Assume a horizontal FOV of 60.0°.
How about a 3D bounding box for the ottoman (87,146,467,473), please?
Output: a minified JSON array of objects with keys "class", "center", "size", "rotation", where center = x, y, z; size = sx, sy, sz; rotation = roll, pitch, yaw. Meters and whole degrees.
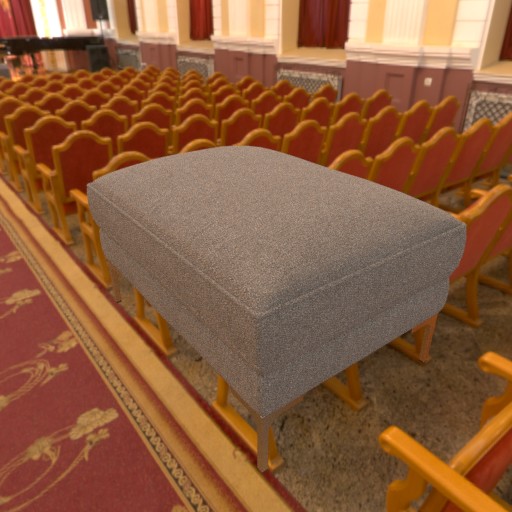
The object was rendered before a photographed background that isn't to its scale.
[{"class":"ottoman","center":[0.000,0.000,1.152],"size":[0.583,0.464,0.785],"rotation":[-19,33,-32]}]
